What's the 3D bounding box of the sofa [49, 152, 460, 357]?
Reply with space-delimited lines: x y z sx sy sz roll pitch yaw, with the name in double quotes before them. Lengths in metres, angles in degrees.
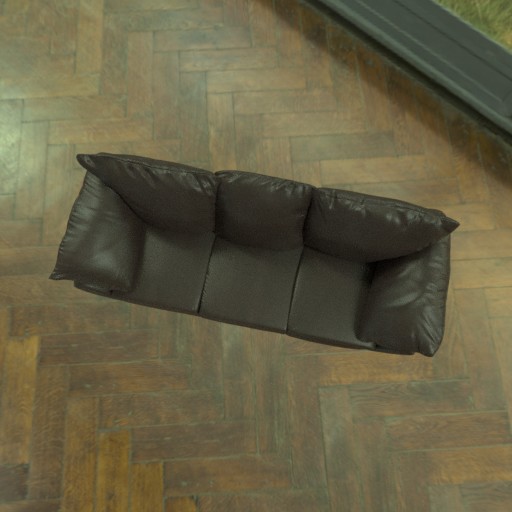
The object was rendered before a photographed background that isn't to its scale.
"sofa" 0.000 0.000 2.896 2.390 1.091 0.907 11 75 3
